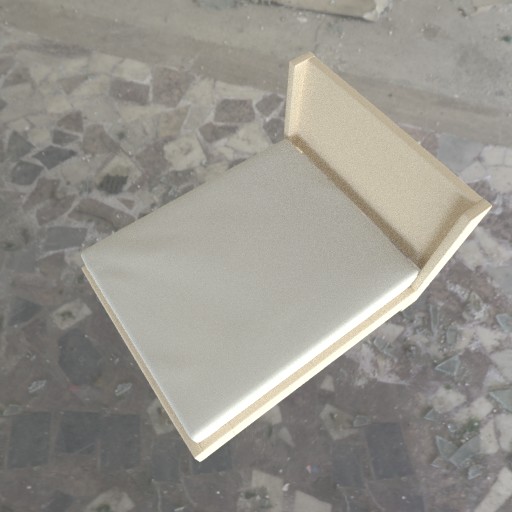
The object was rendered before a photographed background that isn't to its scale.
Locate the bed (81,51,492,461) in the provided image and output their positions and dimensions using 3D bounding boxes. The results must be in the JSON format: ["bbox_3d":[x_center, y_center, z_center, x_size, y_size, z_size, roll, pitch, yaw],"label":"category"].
[{"bbox_3d":[0.000,0.000,3.352,2.280,1.471,1.765,-32,66,-16],"label":"bed"}]
